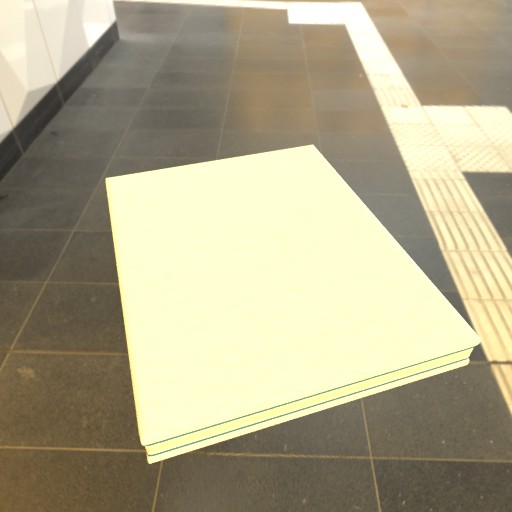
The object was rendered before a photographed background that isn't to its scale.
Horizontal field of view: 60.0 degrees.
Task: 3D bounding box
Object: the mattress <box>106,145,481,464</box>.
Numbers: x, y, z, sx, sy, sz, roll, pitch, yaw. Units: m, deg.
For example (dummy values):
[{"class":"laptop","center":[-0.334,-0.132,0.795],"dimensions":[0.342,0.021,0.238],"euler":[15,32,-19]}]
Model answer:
[{"class":"mattress","center":[0.000,0.000,2.686],"dimensions":[1.600,0.230,2.000],"euler":[-12,44,-13]}]
